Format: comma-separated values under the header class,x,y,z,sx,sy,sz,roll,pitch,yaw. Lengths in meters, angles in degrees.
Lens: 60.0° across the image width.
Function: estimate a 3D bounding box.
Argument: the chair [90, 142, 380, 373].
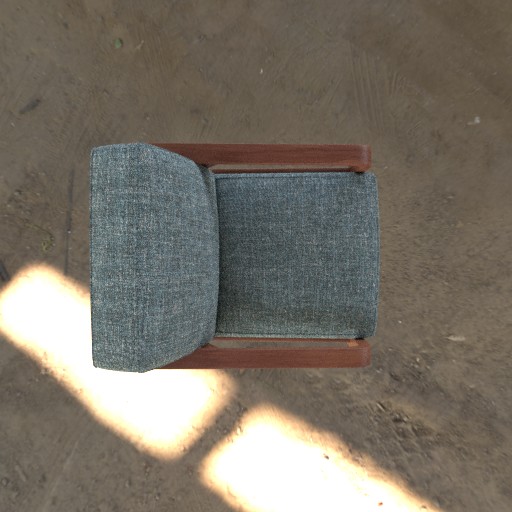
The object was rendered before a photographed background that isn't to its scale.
class,x,y,z,sx,sy,sz,roll,pitch,yaw
chair,0.000,0.000,1.535,0.889,0.864,0.719,0,91,2
